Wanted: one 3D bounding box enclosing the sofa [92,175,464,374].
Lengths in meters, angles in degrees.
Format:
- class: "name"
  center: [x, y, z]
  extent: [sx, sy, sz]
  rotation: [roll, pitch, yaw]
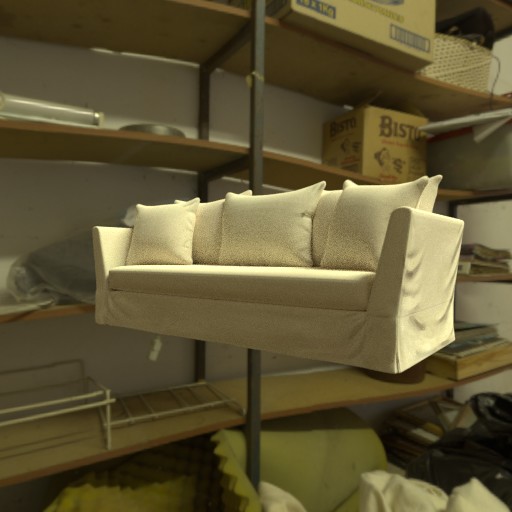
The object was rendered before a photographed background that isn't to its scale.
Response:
- class: "sofa"
  center: [0.000, 0.000, 3.092]
  extent: [2.484, 1.042, 1.030]
  rotation: [0, 0, 38]
